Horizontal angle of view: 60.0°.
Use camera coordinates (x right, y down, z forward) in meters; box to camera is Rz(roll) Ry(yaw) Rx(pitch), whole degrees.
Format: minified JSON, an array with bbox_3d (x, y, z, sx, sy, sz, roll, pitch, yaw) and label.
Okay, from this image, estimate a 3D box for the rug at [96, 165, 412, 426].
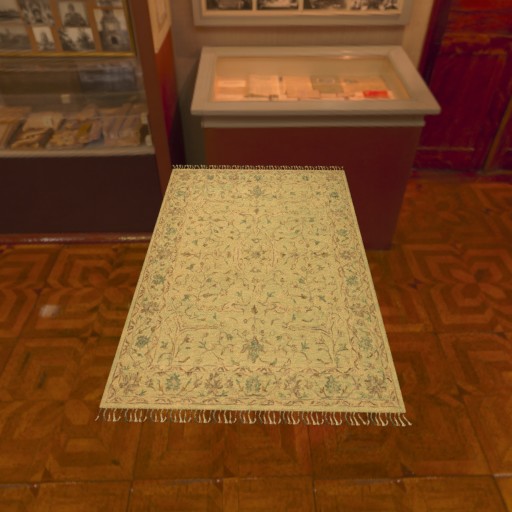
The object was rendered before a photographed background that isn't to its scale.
[{"bbox_3d":[0.000,0.000,3.037,1.544,0.010,2.435,1,41,1],"label":"rug"}]
